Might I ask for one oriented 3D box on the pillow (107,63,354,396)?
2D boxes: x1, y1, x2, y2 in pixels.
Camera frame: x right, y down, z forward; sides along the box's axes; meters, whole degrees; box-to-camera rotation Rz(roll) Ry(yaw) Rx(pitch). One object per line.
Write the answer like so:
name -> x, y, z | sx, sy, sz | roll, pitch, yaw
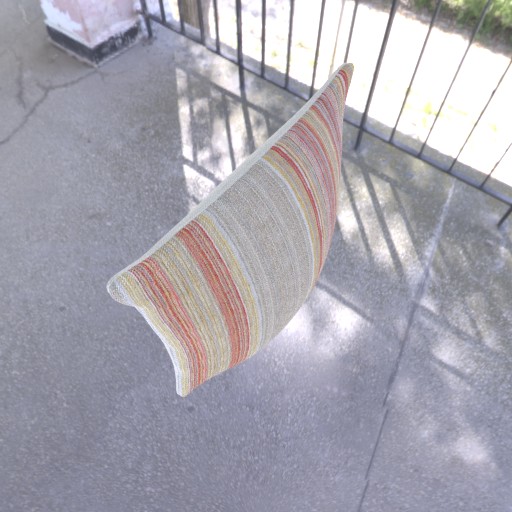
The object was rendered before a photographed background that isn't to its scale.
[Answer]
pillow -> 0.000, 0.000, 0.704 | 0.191, 0.449, 0.451 | 33, 64, 19
